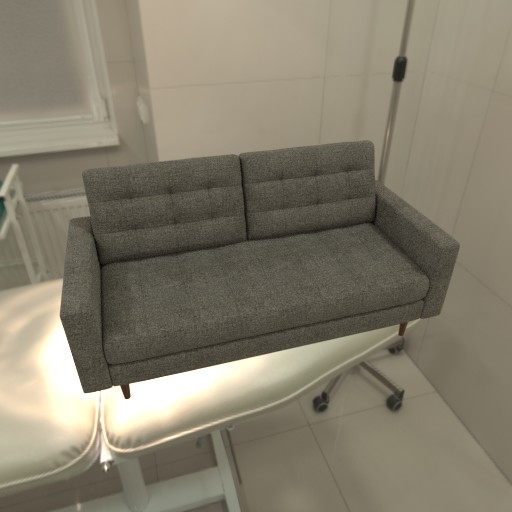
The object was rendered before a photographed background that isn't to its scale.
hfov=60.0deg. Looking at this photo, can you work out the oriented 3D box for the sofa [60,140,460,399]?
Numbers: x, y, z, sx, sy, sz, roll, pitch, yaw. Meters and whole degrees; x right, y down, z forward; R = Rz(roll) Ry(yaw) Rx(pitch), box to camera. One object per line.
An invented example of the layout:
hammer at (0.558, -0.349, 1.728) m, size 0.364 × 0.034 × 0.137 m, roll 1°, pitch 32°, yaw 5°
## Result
sofa at (0.000, 0.000, 2.320) m, size 1.821 × 0.902 × 0.863 m, roll -9°, pitch 34°, yaw -14°
